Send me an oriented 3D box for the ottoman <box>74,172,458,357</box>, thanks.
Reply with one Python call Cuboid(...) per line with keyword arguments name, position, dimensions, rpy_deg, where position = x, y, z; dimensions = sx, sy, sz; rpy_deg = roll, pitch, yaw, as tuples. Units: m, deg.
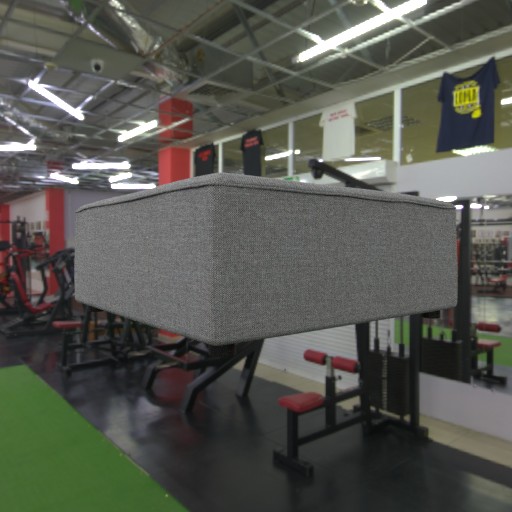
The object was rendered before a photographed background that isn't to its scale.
Cuboid(name="ottoman", position=(0.000, 0.000, 1.611), dimensions=(1.017, 0.423, 1.023), rpy_deg=(-1, 2, -37))
